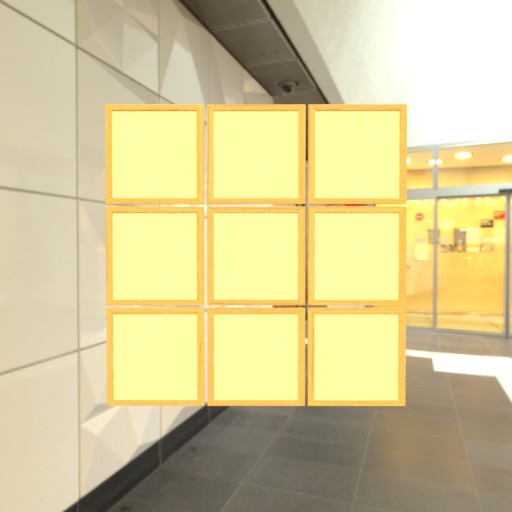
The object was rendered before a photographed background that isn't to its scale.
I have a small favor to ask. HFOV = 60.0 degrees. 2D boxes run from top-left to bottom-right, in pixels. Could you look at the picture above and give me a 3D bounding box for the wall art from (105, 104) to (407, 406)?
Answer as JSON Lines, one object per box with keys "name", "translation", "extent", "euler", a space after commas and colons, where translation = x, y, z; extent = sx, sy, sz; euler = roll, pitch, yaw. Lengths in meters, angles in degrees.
{"name": "wall art", "translation": [0.000, 0.000, 1.798], "extent": [1.214, 1.219, 0.013], "euler": [0, 1, 0]}
